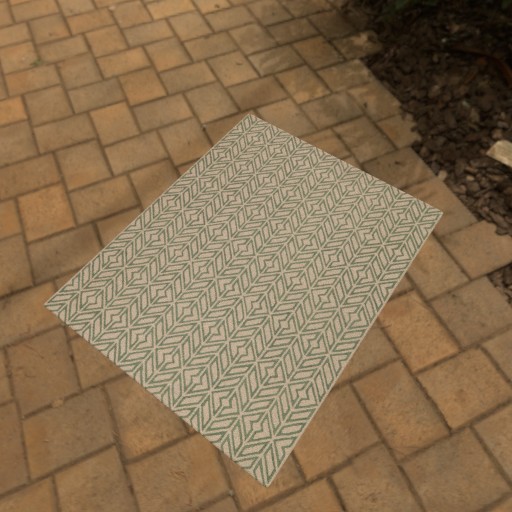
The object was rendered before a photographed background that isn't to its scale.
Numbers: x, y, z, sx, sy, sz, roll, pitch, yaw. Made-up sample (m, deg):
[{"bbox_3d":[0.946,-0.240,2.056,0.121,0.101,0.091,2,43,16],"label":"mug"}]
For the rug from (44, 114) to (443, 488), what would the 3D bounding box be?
[{"bbox_3d":[0.000,0.000,4.186,2.441,0.017,3.050,32,64,18],"label":"rug"}]
